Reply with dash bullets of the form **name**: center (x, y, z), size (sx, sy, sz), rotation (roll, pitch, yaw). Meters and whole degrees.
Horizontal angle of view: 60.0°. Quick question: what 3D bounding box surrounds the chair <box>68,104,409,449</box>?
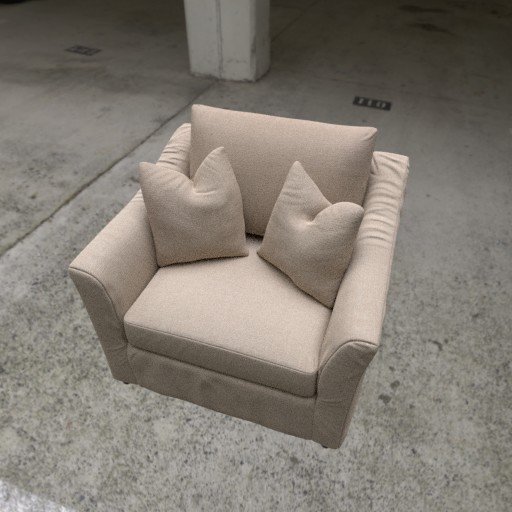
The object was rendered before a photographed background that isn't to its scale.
- **chair**: center (0.000, 0.000, 2.052), size (1.194, 1.093, 1.071), rotation (12, 42, 14)
